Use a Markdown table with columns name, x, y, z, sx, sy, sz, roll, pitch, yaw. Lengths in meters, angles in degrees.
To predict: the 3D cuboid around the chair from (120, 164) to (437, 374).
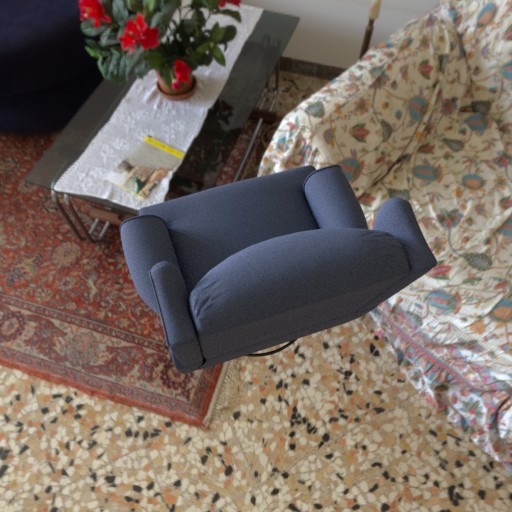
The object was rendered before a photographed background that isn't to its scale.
| name | x | y | z | sx | sy | sz | roll | pitch | yaw |
| --- | --- | --- | --- | --- | --- | --- | --- | --- | --- |
| chair | 0.000 | 0.000 | 1.735 | 0.971 | 1.020 | 0.877 | -16 | 61 | -9 |
